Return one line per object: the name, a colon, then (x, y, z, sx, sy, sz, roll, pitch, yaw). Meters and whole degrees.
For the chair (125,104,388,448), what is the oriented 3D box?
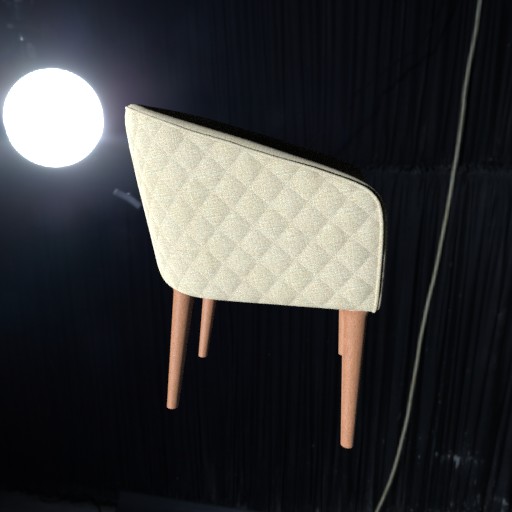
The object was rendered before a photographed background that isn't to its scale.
chair: (0.000, 0.000, 1.199, 0.616, 0.775, 0.584, 2, 15, 9)
